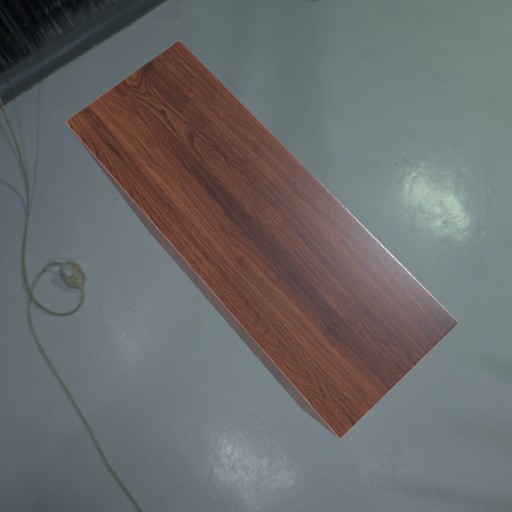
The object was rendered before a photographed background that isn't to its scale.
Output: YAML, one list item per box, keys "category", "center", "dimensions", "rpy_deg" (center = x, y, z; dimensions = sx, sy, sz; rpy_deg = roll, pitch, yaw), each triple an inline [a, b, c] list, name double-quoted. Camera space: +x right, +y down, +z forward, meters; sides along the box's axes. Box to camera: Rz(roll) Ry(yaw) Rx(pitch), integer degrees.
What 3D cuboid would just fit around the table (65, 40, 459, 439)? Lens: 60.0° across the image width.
- category: "table"
  center: [0.000, 0.000, 1.367]
  dimensions: [0.380, 0.790, 0.930]
  rpy_deg: [-40, 79, -10]
